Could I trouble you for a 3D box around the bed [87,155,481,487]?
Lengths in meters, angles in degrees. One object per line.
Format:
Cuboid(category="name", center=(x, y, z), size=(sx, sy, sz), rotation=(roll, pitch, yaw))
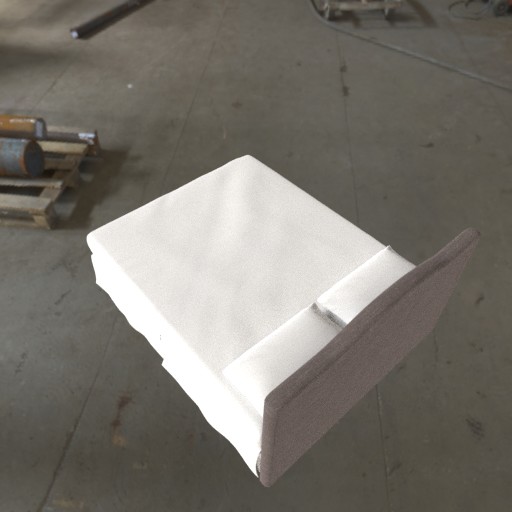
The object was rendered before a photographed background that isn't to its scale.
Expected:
Cuboid(category="bed", center=(0.000, 0.000, 3.907), size=(2.161, 1.457, 2.689), rotation=(-32, 55, -26))
